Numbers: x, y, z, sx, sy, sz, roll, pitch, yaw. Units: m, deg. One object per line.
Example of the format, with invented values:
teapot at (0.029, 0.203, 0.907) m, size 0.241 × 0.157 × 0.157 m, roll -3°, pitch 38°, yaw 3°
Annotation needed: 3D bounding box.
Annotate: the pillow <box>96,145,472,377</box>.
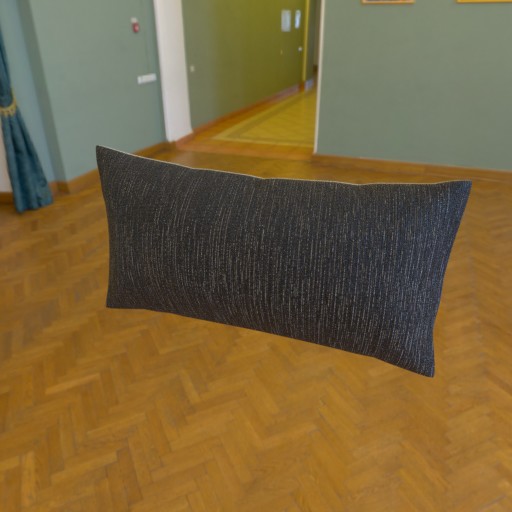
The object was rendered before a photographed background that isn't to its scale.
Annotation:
pillow at (0.000, 0.000, 0.733) m, size 0.608 × 0.305 × 0.156 m, roll 9°, pitch 29°, yaw 16°
